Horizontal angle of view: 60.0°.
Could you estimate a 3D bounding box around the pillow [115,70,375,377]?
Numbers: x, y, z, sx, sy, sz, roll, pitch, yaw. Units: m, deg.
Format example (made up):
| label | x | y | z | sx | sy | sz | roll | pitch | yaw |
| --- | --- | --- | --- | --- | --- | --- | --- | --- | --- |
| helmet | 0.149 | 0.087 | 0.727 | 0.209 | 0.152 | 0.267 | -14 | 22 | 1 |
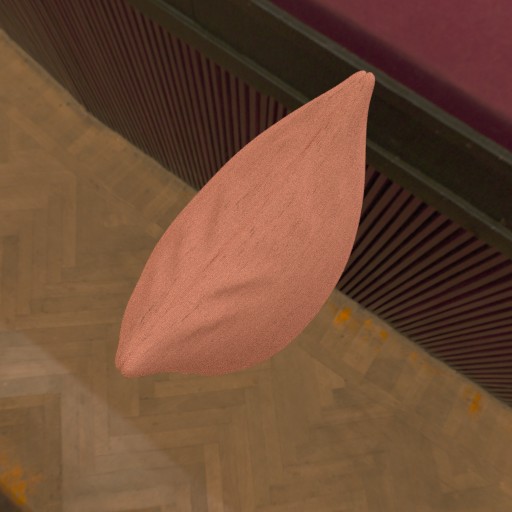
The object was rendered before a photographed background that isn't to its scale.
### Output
| label | x | y | z | sx | sy | sz | roll | pitch | yaw |
| --- | --- | --- | --- | --- | --- | --- | --- | --- | --- |
| pillow | 0.000 | 0.000 | 0.662 | 0.246 | 0.415 | 0.432 | 37 | 78 | 9 |
